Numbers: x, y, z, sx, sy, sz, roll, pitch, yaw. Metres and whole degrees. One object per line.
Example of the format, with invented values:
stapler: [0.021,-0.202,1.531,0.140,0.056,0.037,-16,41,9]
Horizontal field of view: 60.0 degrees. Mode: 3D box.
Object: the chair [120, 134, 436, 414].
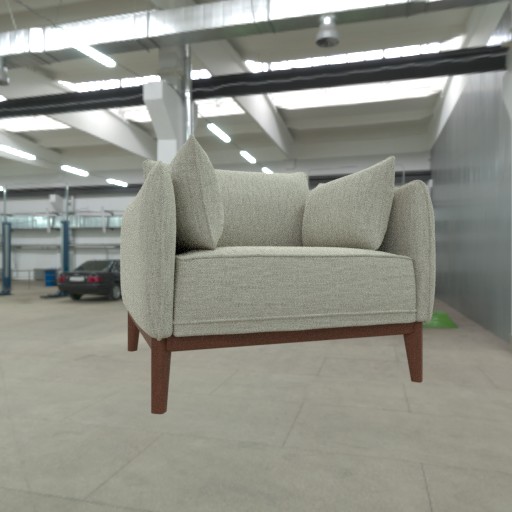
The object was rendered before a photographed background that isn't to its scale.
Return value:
chair: [0.000,0.000,1.751,0.994,0.855,0.991,0,0,-20]
